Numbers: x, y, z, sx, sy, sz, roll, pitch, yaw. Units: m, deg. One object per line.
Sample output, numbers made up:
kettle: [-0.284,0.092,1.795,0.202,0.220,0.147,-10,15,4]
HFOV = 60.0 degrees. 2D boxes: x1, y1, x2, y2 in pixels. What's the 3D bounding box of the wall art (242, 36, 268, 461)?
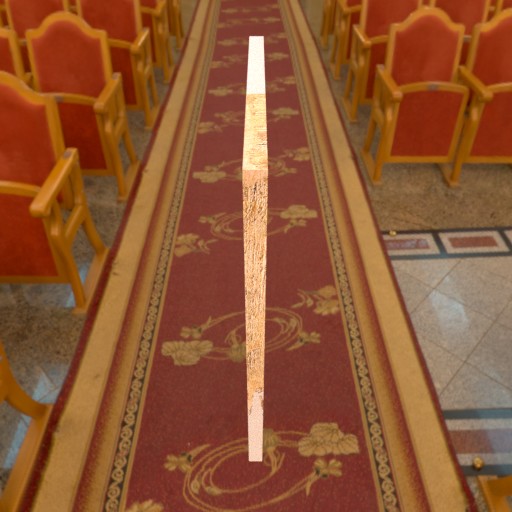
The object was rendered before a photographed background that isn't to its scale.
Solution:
wall art: [0.000,0.000,0.798,0.026,0.613,0.458,0,41,0]
